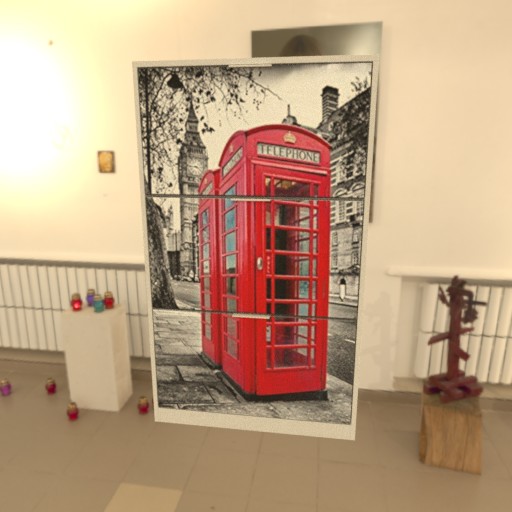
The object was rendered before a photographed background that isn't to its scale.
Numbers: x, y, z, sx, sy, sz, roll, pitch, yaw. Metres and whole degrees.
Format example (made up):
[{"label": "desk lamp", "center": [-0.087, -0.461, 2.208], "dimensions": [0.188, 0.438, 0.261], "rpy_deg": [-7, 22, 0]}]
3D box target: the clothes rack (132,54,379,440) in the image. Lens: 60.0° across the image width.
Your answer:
[{"label": "clothes rack", "center": [0.000, 0.000, 1.591], "dimensions": [0.750, 1.280, 0.250], "rpy_deg": [2, 14, 8]}]
